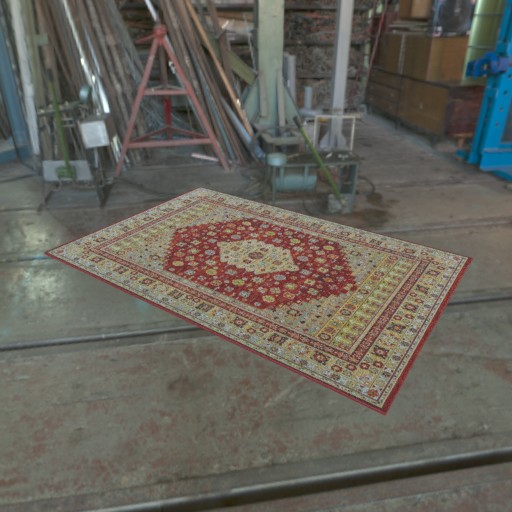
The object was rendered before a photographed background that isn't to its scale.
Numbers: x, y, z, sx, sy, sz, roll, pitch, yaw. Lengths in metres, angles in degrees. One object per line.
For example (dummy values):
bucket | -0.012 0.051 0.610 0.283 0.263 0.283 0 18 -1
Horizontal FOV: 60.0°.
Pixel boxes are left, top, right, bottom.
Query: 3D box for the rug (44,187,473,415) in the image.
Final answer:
rug | 0.000 0.000 2.227 1.802 0.013 1.194 19 34 30
